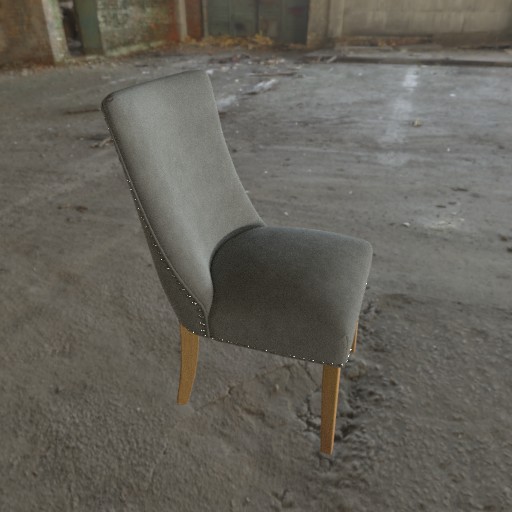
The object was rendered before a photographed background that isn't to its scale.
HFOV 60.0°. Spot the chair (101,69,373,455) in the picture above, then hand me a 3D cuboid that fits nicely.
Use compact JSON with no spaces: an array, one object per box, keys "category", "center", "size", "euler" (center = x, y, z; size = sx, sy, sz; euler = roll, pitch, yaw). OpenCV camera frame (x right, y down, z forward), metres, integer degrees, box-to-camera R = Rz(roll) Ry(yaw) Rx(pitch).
[{"category":"chair","center":[0.000,0.000,1.241],"size":[0.610,0.902,0.495],"euler":[10,31,16]}]
